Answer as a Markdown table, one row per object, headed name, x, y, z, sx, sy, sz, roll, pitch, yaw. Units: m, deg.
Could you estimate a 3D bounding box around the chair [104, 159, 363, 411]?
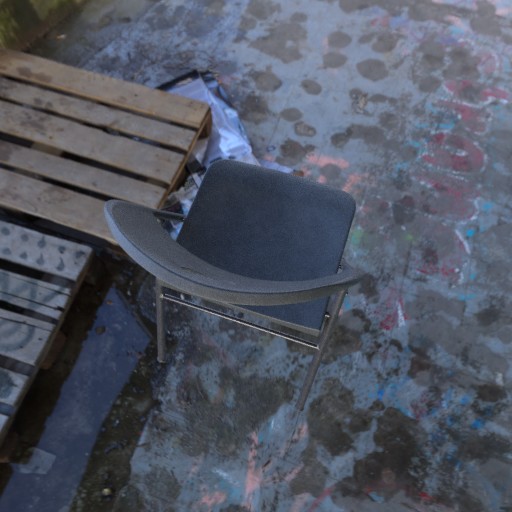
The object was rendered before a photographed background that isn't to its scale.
| name | x | y | z | sx | sy | sz | roll | pitch | yaw |
| --- | --- | --- | --- | --- | --- | --- | --- | --- | --- |
| chair | 0.000 | 0.000 | 1.157 | 0.494 | 0.810 | 0.567 | 17 | 64 | 8 |
